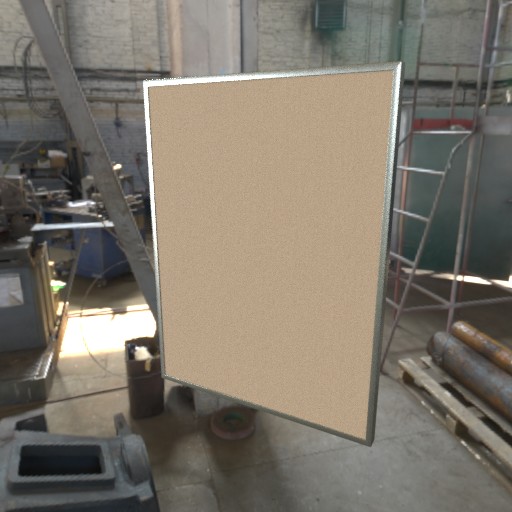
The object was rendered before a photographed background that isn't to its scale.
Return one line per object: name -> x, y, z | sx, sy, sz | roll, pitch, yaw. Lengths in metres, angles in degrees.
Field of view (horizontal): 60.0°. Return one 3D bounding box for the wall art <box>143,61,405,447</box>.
wall art -> 0.000, 0.000, 1.381 | 0.803, 1.062, 0.041 | 8, 17, 28
